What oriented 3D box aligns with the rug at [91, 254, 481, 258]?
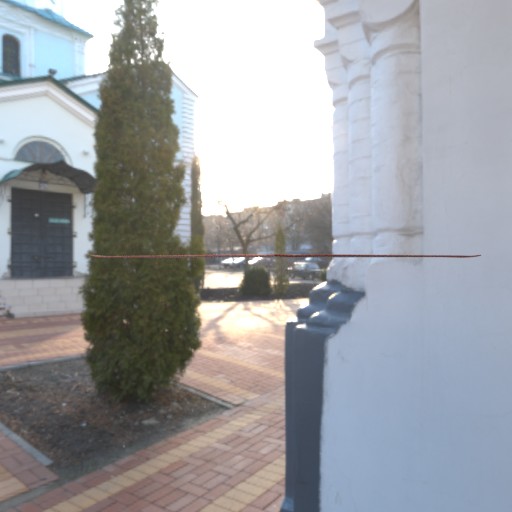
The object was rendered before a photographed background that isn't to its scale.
[{"bbox_3d":[0.000,0.000,2.990,1.521,0.026,2.286,0,0,-37],"label":"rug"}]
